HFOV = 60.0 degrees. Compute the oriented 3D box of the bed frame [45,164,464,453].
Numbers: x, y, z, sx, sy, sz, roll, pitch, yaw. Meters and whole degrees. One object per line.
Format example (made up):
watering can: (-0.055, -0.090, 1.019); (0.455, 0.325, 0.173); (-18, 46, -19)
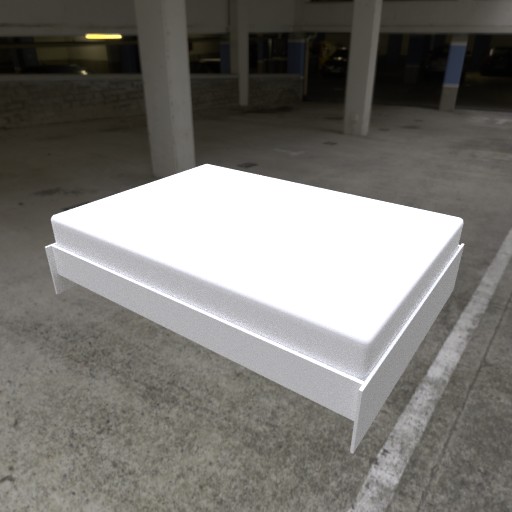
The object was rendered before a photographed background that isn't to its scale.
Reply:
bed frame: (0.000, 0.000, 2.592); (1.945, 0.497, 1.445); (18, 32, 31)
